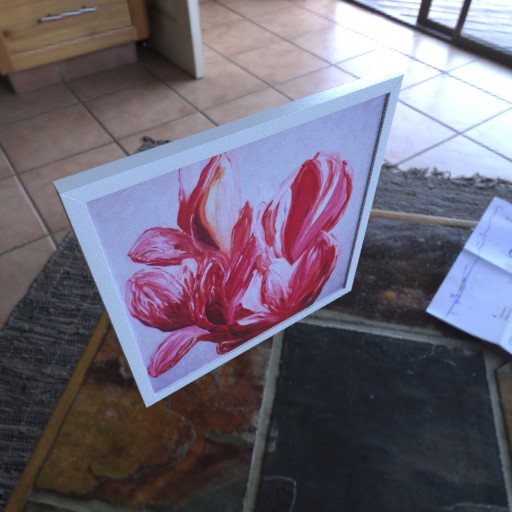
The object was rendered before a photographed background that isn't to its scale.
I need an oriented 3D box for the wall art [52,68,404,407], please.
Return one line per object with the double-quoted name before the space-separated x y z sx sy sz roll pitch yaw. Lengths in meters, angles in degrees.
"wall art" 0.000 0.000 0.670 0.455 0.453 0.023 -26 52 -22
